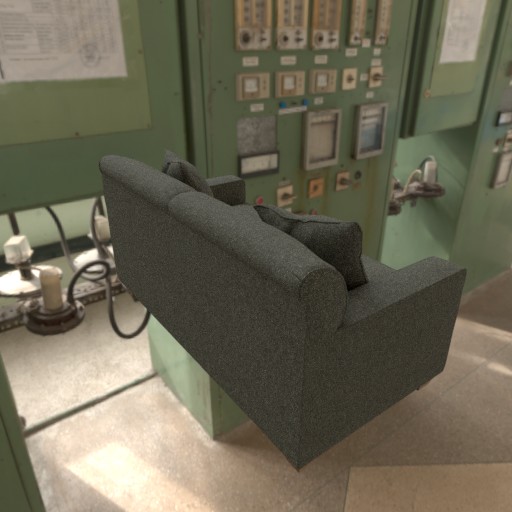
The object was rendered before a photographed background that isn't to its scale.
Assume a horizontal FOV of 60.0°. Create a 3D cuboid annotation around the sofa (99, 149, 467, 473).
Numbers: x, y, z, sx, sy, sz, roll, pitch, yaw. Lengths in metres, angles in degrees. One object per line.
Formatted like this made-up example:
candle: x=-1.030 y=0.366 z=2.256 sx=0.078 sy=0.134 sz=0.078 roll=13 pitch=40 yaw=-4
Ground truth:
sofa: x=0.000 y=0.000 z=2.389 sx=0.998 sy=0.958 sz=1.846 roll=-18 pitch=31 yaw=-32
